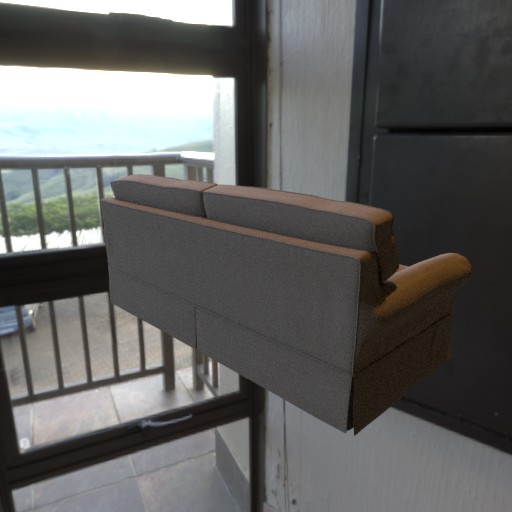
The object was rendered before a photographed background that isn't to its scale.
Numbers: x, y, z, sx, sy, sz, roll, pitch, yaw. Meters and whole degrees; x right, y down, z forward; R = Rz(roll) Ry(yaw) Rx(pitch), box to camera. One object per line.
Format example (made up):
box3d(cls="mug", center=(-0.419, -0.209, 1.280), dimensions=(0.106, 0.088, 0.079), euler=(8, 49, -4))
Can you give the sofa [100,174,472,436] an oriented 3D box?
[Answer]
box3d(cls="sofa", center=(0.000, 0.000, 2.749), dimensions=(0.991, 0.943, 2.248), euler=(-14, 21, -42))
